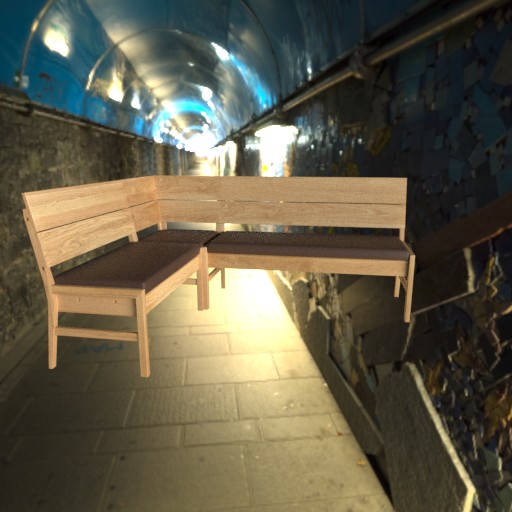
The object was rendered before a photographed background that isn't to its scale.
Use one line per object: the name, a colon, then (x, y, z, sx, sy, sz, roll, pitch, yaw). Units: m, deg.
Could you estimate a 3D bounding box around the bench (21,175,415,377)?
bench: (0.000, 0.000, 2.748, 1.975, 0.890, 1.549, 2, 13, 9)
